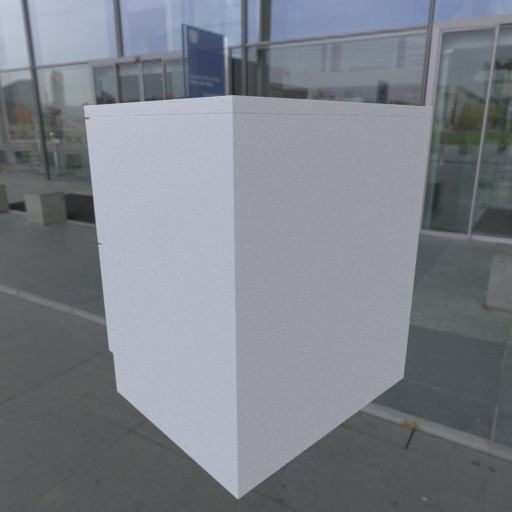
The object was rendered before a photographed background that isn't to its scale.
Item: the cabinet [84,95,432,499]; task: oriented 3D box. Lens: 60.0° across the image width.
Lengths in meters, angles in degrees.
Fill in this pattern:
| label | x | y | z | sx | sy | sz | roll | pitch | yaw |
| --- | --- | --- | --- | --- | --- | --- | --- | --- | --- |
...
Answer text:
| label | x | y | z | sx | sy | sz | roll | pitch | yaw |
| --- | --- | --- | --- | --- | --- | --- | --- | --- | --- |
| cabinet | 0.000 | 0.000 | 0.736 | 0.400 | 0.470 | 0.360 | -15 | 22 | -41 |
